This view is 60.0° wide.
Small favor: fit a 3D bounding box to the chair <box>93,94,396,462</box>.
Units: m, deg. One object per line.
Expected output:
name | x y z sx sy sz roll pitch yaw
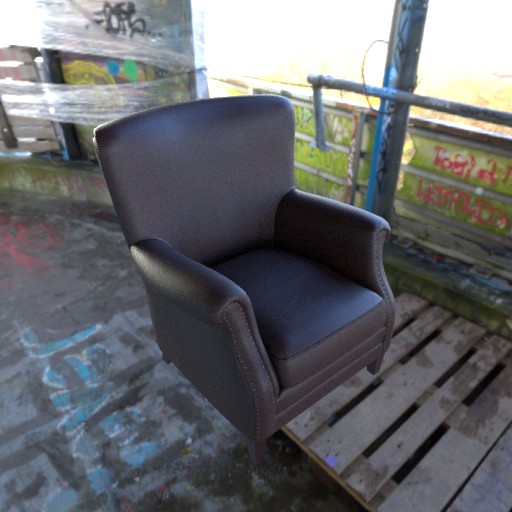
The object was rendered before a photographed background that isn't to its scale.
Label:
chair | 0.000 0.000 1.345 0.700 0.800 0.746 -23 38 -33
